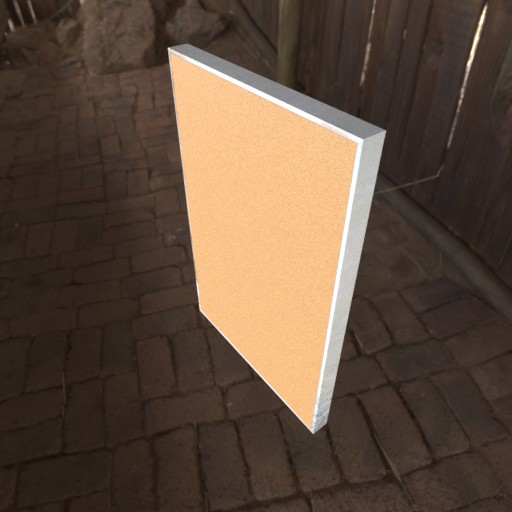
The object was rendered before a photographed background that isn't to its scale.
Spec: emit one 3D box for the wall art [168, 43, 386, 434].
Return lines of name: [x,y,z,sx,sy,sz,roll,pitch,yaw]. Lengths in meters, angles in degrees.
wall art: [0.000,0.000,0.780,0.036,0.607,0.403,-27,47,-28]
